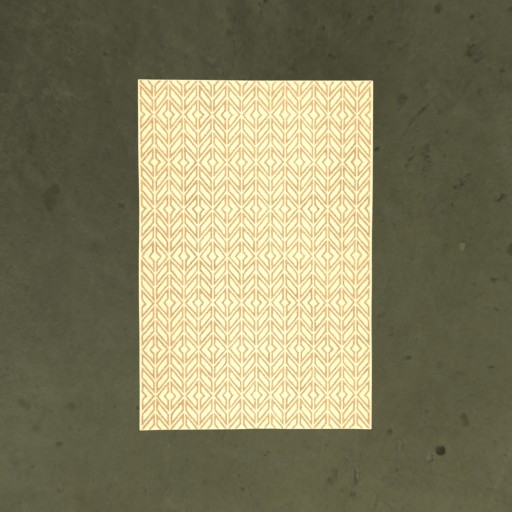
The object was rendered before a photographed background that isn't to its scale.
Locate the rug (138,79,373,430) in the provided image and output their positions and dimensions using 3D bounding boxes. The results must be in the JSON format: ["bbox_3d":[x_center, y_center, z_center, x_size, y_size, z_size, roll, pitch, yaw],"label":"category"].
[{"bbox_3d":[0.000,0.000,2.318,1.220,0.007,1.828,0,91,-1],"label":"rug"}]
